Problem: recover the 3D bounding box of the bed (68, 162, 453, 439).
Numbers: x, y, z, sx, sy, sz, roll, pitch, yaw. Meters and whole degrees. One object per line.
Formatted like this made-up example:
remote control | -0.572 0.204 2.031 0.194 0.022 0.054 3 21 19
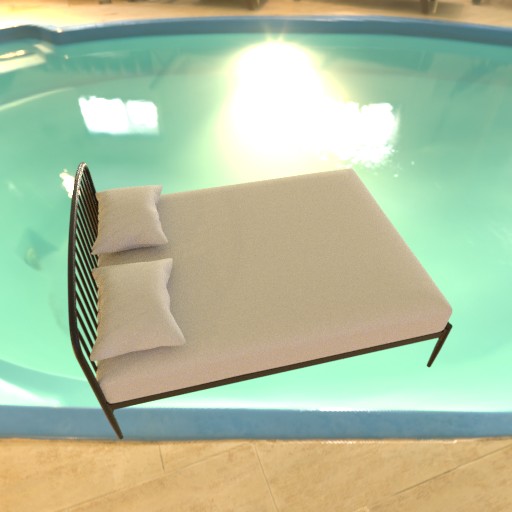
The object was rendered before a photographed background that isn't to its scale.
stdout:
bed | 0.000 0.000 3.074 2.159 1.166 1.618 -10 45 -10
